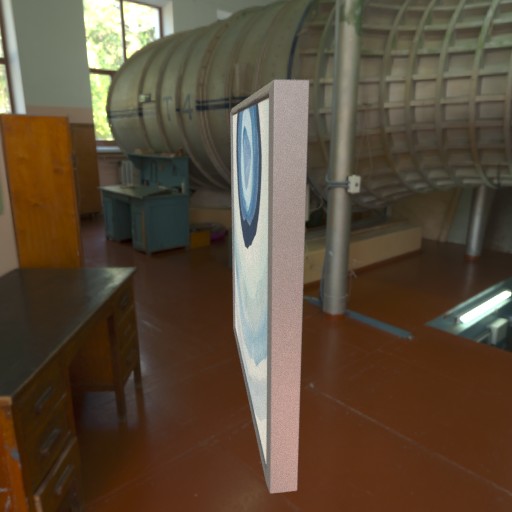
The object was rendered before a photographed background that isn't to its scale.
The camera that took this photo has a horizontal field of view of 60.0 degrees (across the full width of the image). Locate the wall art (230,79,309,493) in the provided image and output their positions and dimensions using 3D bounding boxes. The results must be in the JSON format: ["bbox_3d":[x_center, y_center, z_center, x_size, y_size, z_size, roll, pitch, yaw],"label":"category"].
[{"bbox_3d":[0.000,0.000,0.521,0.028,0.349,0.349,-2,15,-8],"label":"wall art"}]
